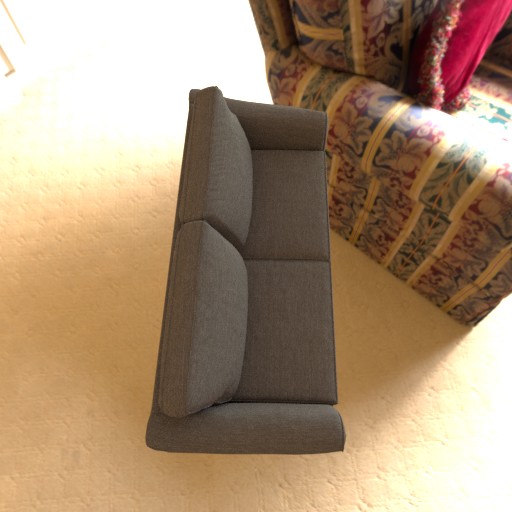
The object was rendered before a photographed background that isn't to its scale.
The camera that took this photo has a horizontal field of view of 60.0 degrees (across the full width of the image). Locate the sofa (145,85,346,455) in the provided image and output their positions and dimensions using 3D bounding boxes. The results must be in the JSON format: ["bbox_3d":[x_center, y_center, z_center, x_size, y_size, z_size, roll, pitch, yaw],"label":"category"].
[{"bbox_3d":[0.000,0.000,2.754,0.971,0.950,2.270,1,64,1],"label":"sofa"}]
